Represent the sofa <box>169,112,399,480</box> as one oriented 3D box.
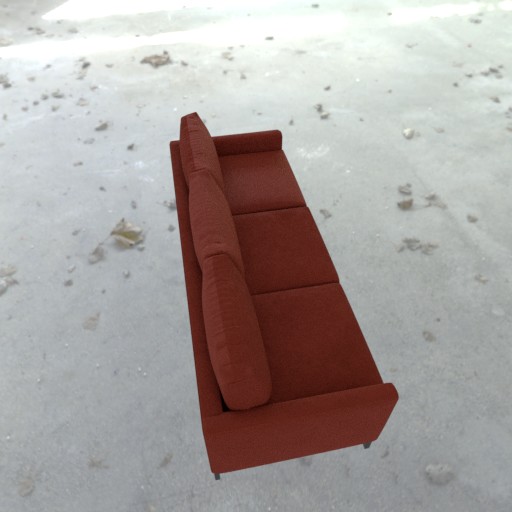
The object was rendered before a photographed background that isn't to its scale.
[{"bbox_3d":[0.000,0.000,2.719,0.875,0.879,2.252,-8,47,-8],"label":"sofa"}]
